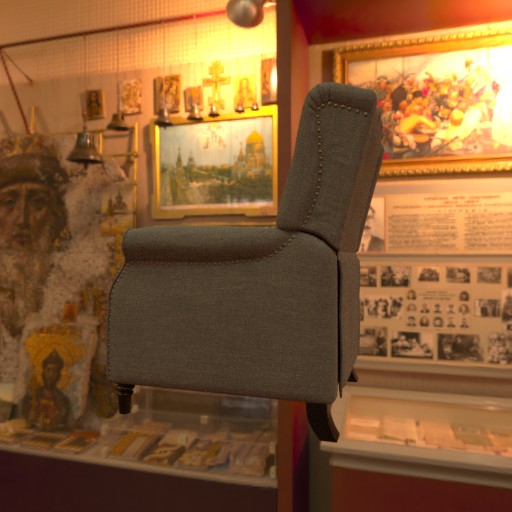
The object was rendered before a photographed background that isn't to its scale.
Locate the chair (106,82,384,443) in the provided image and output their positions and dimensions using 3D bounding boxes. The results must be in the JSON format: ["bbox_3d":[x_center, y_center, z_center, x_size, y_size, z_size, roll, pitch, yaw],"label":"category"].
[{"bbox_3d":[0.000,0.000,1.634,0.898,1.035,0.742,0,0,18],"label":"chair"}]
